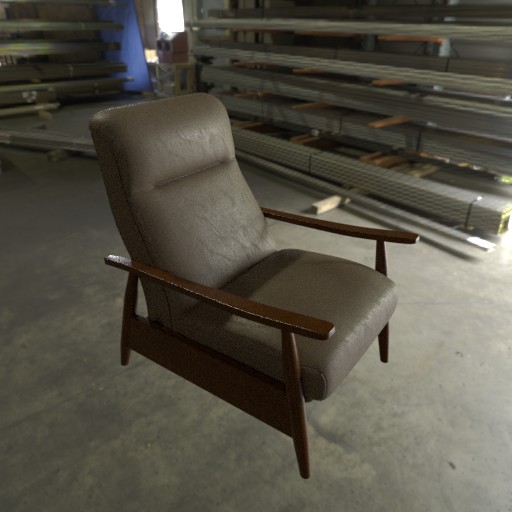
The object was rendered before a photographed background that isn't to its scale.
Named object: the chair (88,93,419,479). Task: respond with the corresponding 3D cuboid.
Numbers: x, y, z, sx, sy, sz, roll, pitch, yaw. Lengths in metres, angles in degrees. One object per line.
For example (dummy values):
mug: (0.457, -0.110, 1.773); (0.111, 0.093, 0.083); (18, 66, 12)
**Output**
chair: (0.000, 0.000, 1.734); (1.014, 1.082, 0.762); (19, 34, 31)
